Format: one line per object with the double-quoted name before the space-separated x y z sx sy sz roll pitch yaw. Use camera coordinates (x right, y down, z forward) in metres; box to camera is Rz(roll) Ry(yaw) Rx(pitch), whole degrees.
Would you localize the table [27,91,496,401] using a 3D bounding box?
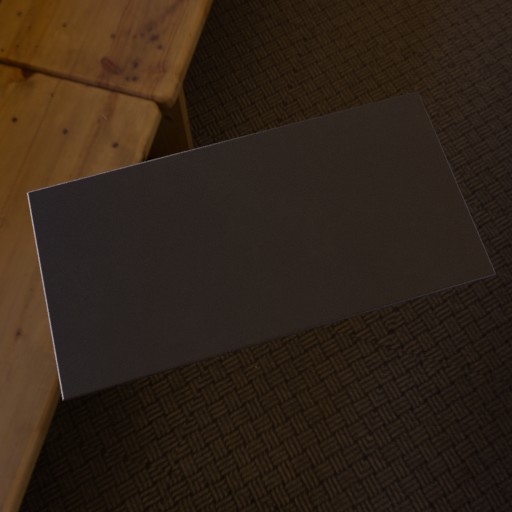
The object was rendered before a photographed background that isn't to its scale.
"table" 0.000 0.000 1.391 1.107 0.510 0.550 -16 76 -4
